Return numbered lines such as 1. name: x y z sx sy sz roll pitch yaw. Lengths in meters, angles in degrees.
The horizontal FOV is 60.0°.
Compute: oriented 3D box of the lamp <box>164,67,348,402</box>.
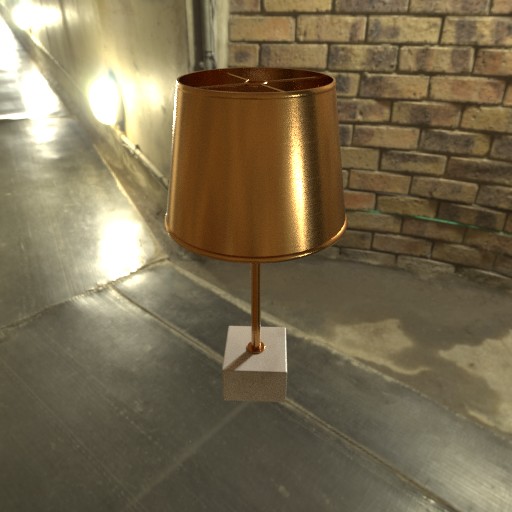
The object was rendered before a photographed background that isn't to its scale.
1. lamp: 0.000 0.000 0.539 0.208 0.406 0.208 0 30 0
